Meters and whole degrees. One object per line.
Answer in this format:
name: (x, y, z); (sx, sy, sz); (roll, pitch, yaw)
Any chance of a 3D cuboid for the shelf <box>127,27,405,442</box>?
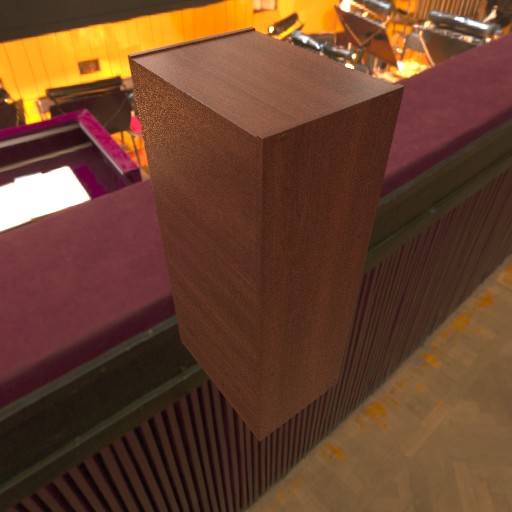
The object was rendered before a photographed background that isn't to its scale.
shelf: (0.000, 0.000, 1.066); (0.290, 0.879, 0.414); (-27, 49, -27)
